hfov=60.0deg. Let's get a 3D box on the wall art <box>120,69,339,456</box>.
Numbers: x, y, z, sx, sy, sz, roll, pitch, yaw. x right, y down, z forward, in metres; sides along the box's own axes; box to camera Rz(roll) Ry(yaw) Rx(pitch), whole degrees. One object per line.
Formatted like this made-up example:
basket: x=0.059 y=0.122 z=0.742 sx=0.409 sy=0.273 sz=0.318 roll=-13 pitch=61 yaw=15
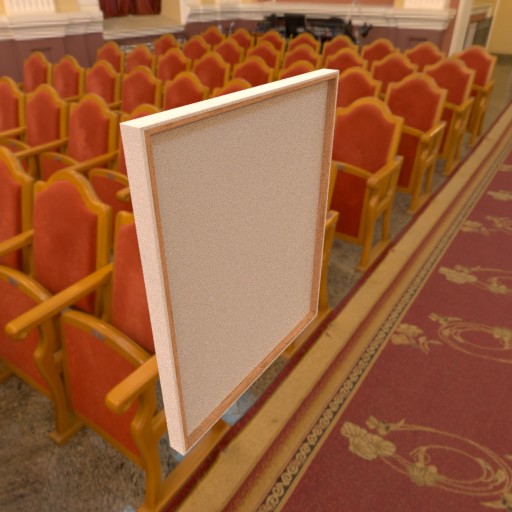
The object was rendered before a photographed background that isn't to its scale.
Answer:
wall art: x=0.000 y=0.000 z=0.850 sx=0.037 sy=0.606 sz=0.508 roll=20 pitch=37 yaw=30
